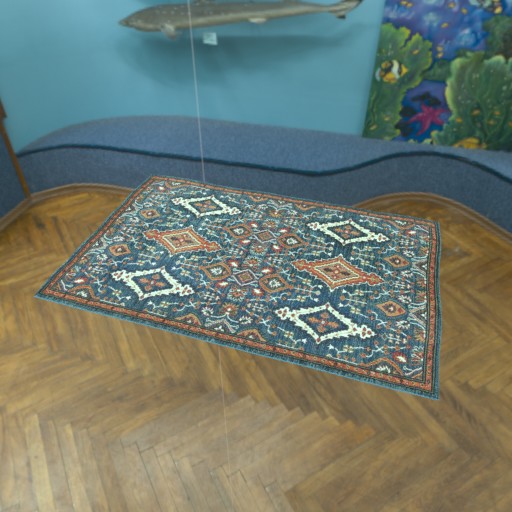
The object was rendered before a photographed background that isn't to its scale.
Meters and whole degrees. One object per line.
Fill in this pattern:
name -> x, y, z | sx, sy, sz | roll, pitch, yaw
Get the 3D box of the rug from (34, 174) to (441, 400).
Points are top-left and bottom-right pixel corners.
rug -> 0.000, 0.000, 2.319 | 1.847, 0.014, 1.195 | 12, 42, 13
